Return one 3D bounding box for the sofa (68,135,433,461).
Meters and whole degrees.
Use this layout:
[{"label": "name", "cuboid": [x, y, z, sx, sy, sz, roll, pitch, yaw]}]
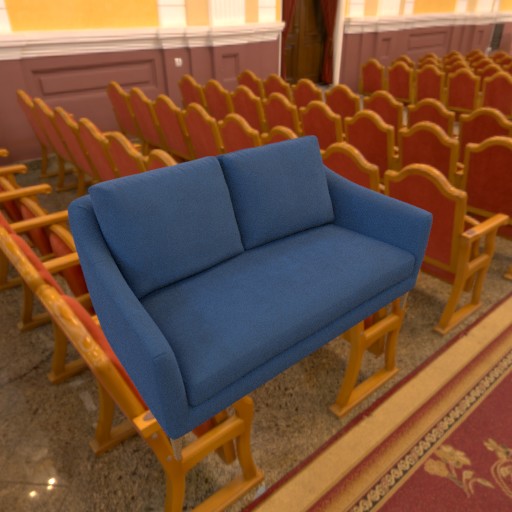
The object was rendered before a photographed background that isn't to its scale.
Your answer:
[{"label": "sofa", "cuboid": [0.000, 0.000, 2.203, 1.619, 0.902, 0.960, -23, 37, -34]}]
